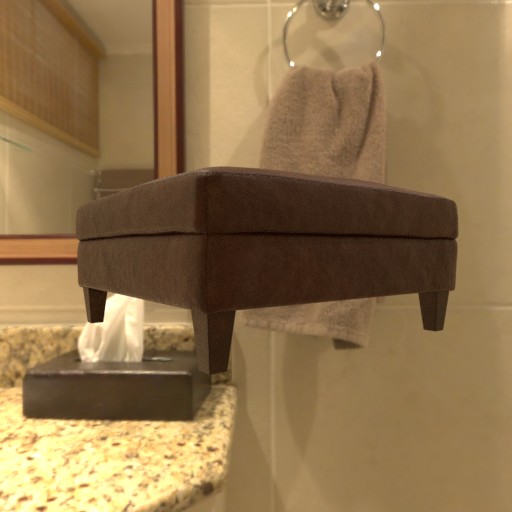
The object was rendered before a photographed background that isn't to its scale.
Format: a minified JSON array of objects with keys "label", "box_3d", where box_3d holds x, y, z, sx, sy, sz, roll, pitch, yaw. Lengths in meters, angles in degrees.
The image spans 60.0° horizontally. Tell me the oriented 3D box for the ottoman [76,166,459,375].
[{"label":"ottoman","box_3d":[0.000,0.000,1.316,0.844,0.415,0.836,0,1,-37]}]
